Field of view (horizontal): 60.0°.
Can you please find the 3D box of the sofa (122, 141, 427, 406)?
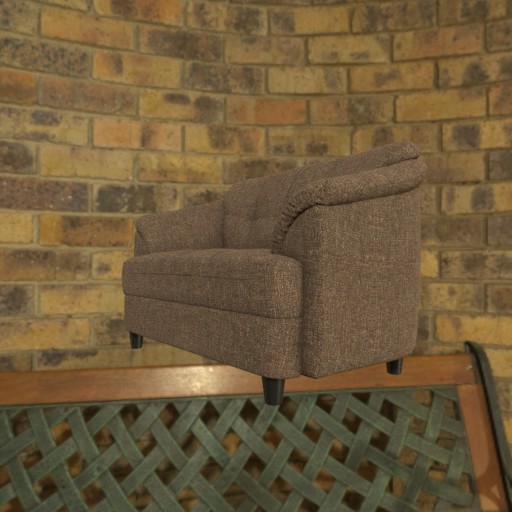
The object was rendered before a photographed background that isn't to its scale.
[{"bbox_3d":[0.000,0.000,1.955,0.799,0.895,1.404,1,-1,-37],"label":"sofa"}]
